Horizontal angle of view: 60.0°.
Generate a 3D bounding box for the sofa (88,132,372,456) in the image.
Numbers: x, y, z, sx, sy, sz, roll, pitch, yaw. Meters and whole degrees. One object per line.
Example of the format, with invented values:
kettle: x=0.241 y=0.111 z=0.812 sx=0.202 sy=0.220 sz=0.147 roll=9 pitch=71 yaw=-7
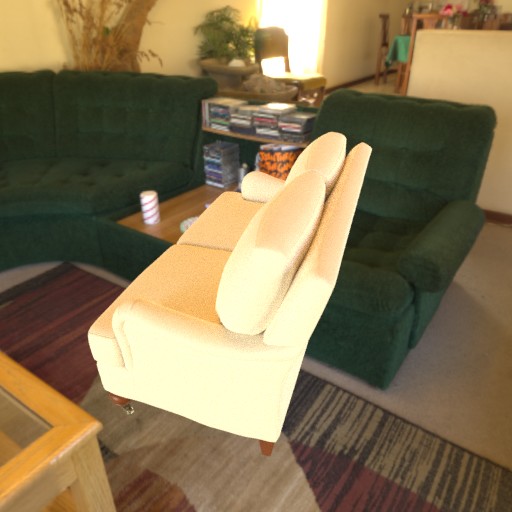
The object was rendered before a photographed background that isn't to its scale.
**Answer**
sofa: x=0.000 y=0.000 z=2.573 sx=1.084 sy=1.101 sz=1.853 roll=9 pitch=31 yaw=15
